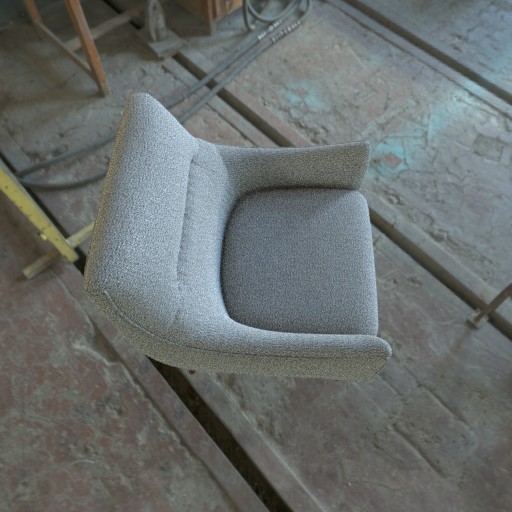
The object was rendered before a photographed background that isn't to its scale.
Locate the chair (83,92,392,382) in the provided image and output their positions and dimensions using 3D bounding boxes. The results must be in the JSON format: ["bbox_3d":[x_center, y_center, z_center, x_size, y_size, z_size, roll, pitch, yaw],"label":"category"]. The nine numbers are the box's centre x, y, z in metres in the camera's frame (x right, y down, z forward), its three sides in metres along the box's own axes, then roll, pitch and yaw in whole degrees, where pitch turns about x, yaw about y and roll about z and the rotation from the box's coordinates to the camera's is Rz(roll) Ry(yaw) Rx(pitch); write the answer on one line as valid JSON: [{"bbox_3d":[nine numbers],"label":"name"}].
[{"bbox_3d":[0.000,0.000,1.467,0.787,0.838,0.762,2,63,1],"label":"chair"}]
